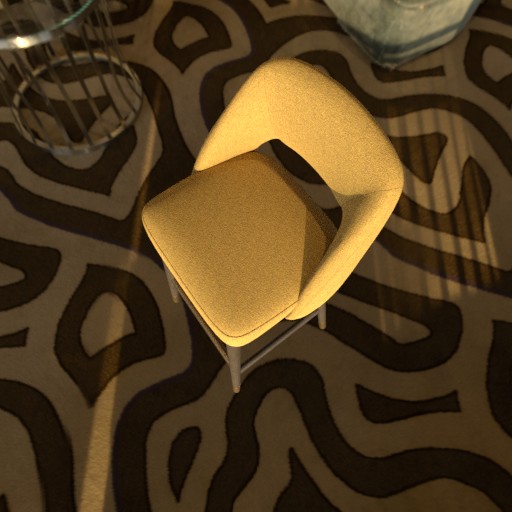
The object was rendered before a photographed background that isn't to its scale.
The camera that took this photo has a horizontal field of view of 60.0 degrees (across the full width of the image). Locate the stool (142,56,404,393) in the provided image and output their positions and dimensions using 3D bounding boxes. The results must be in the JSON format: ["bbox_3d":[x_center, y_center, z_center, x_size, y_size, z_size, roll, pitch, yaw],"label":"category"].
[{"bbox_3d":[0.000,0.000,1.346,0.522,1.032,0.536,-33,70,-14],"label":"stool"}]
